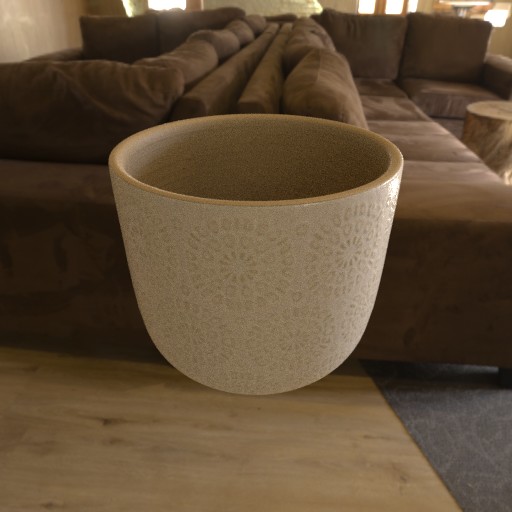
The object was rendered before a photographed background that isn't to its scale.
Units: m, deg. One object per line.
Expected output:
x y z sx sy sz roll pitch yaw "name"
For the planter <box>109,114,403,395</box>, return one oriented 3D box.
0.000 0.000 0.303 0.170 0.152 0.170 0 31 0 "planter"
